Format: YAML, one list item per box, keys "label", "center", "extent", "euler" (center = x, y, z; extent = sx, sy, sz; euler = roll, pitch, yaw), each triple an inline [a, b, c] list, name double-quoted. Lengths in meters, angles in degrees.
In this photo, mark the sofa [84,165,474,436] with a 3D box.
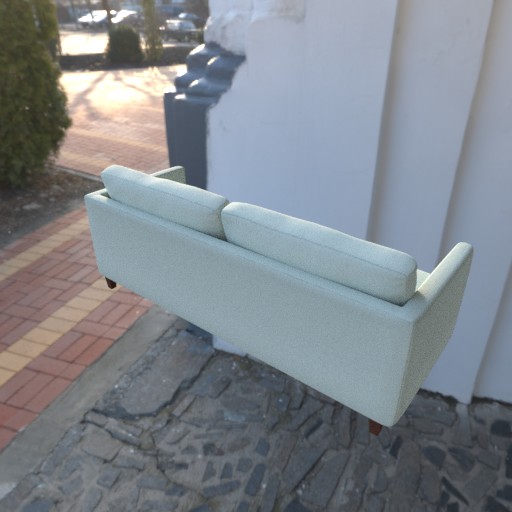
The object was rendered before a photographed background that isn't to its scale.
- label: "sofa"
  center: [0.000, 0.000, 2.939]
  extent: [2.434, 0.965, 0.948]
  euler: [21, 35, 33]
